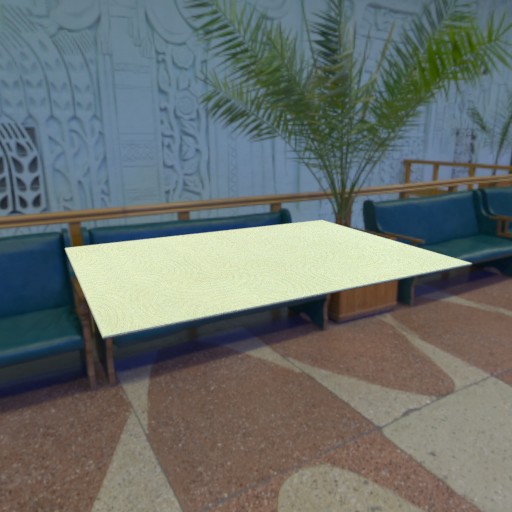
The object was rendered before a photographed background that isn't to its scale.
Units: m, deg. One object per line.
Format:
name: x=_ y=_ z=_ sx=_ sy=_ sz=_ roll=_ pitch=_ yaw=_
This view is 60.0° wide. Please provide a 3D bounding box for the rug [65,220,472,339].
rug: x=0.000 y=0.000 z=2.834 sx=2.132 sy=0.015 sz=1.526 roll=-8 pitch=18 yaw=-27
